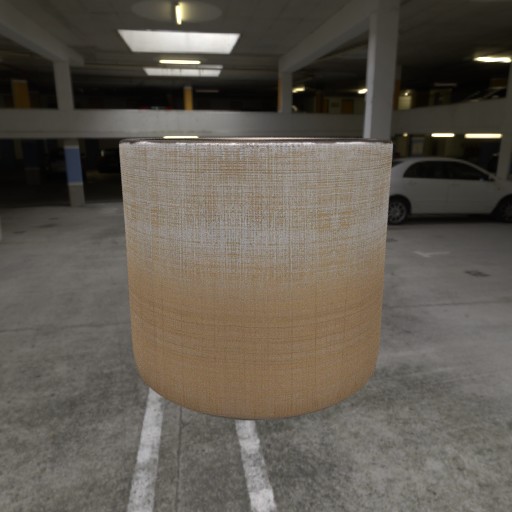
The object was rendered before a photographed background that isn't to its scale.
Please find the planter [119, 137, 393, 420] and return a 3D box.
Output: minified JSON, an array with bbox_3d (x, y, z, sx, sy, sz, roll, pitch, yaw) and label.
[{"bbox_3d":[0.000,0.000,0.392,0.221,0.201,0.221,0,16,0],"label":"planter"}]
